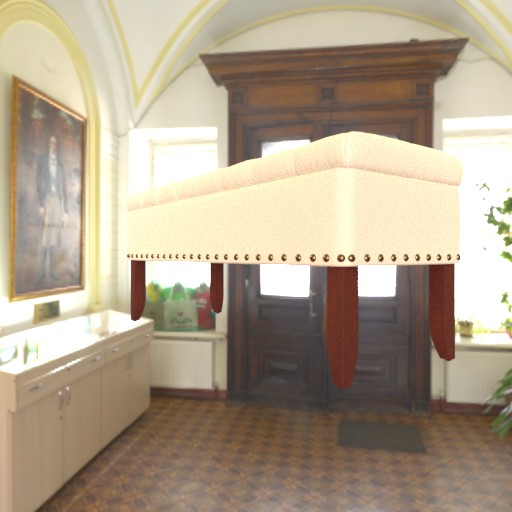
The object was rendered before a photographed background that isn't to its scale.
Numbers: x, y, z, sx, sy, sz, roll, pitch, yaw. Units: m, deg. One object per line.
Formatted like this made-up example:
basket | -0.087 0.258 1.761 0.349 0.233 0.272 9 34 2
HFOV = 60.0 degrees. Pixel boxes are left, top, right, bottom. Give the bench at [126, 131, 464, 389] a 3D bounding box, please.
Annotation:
bench | 0.000 0.000 1.288 0.400 0.470 1.054 0 0 -37
